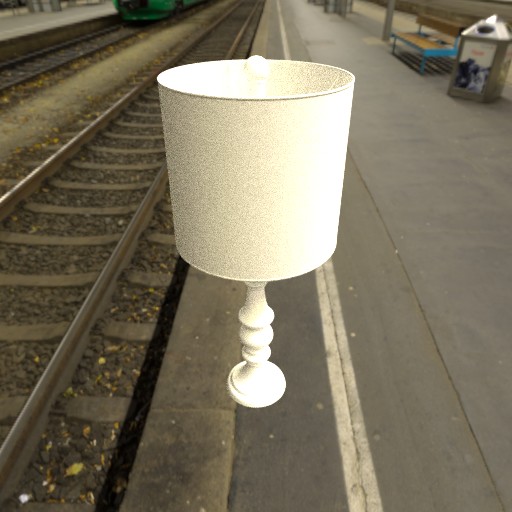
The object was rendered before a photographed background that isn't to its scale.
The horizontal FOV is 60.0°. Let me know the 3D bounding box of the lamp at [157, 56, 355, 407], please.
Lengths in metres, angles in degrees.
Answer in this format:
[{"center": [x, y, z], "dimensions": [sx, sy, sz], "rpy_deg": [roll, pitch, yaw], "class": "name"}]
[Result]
[{"center": [0.000, 0.000, 0.719], "dimensions": [0.250, 0.597, 0.250], "rpy_deg": [-11, 34, -16], "class": "lamp"}]
